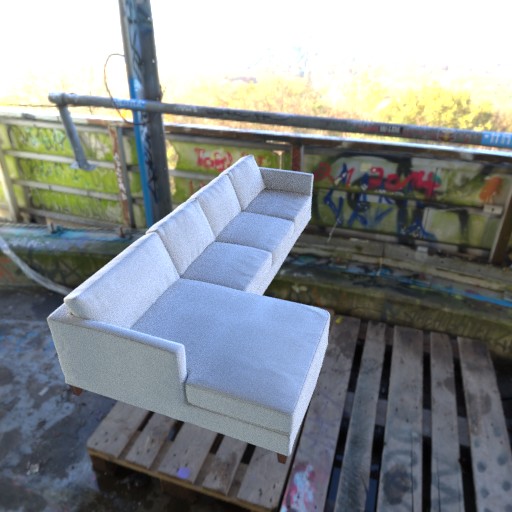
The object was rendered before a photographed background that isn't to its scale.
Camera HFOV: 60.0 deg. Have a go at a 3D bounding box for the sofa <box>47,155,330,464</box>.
[{"bbox_3d":[0.000,0.000,3.916,1.625,0.861,3.186,11,32,18],"label":"sofa"}]
